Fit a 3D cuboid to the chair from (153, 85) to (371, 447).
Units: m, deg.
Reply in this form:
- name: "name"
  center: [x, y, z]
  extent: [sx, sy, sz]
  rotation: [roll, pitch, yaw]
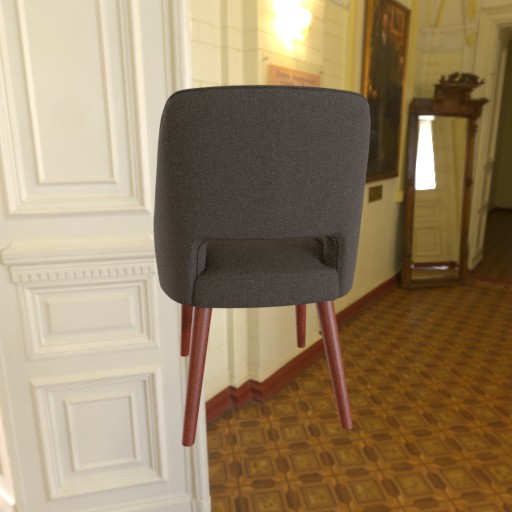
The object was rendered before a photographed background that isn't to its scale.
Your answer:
- name: "chair"
  center: [0.000, 0.000, 1.246]
  extent: [0.559, 0.838, 0.560]
  rotation: [-2, 14, -9]
